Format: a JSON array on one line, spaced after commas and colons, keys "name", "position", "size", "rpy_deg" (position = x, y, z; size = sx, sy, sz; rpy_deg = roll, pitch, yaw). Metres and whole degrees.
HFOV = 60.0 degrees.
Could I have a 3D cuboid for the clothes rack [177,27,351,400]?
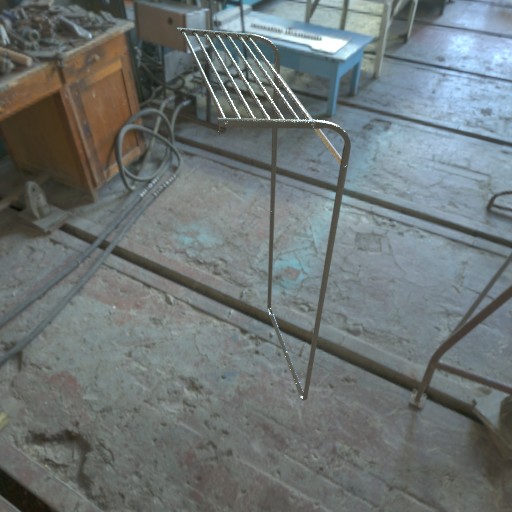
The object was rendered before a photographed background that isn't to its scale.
[{"name": "clothes rack", "position": [0.000, 0.000, 1.797], "size": [0.349, 1.574, 0.609], "rpy_deg": [-12, 47, -11]}]
